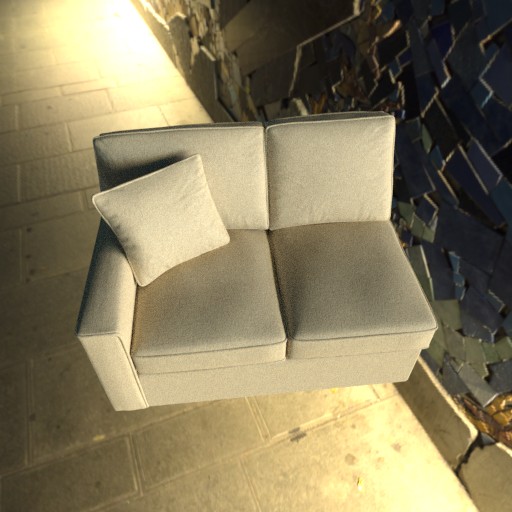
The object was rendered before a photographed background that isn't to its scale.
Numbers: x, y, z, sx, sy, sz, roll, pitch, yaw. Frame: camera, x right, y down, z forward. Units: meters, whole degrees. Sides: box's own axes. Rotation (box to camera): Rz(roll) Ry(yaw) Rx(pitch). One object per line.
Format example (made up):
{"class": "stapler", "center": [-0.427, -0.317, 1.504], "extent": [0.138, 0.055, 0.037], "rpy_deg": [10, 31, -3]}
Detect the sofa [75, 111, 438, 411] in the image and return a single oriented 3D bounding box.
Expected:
{"class": "sofa", "center": [0.000, 0.000, 2.037], "extent": [1.388, 0.989, 0.991], "rpy_deg": [-4, 45, -4]}
